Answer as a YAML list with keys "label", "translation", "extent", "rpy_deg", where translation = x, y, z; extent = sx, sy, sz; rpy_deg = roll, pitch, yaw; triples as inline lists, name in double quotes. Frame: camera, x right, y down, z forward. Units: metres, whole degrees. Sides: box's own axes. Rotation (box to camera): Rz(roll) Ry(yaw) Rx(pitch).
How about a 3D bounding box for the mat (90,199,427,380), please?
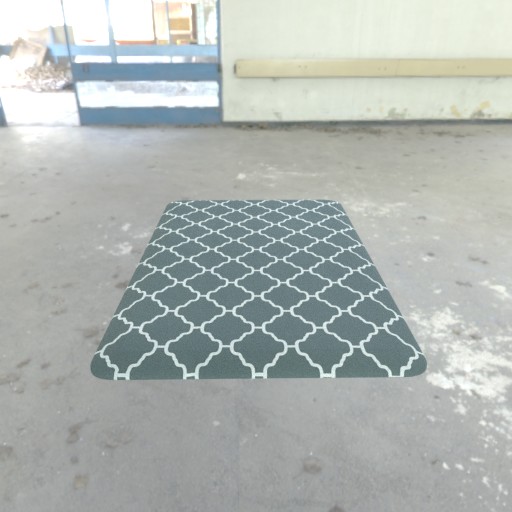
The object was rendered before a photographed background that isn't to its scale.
- label: "mat"
  translation: [0.000, 0.000, 0.976]
  extent: [0.508, 0.021, 0.762]
  rpy_deg: [0, 26, -1]
